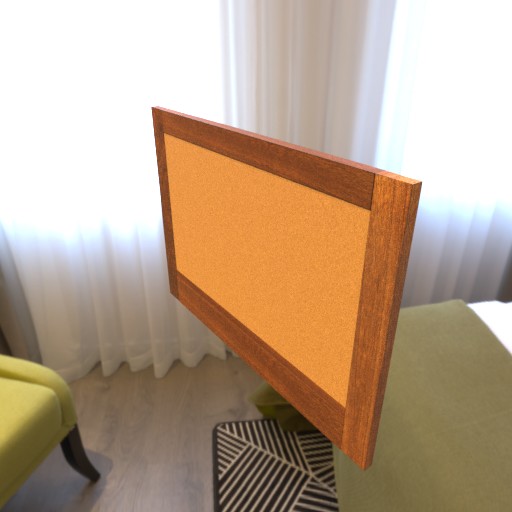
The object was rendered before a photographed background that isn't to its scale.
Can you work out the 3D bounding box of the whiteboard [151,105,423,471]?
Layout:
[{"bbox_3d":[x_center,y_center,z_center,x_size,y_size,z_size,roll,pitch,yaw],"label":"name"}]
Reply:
[{"bbox_3d":[0.000,0.000,1.001,0.083,0.559,0.783,-19,33,-32],"label":"whiteboard"}]
